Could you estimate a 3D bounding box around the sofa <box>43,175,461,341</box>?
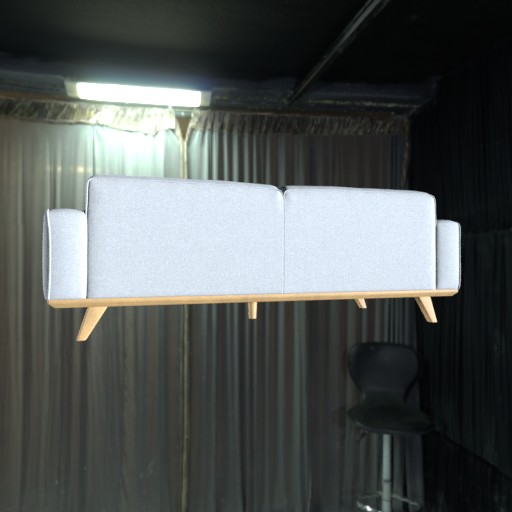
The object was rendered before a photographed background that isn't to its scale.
[{"bbox_3d":[0.000,0.000,2.702,2.270,0.781,0.956,0,0,-17],"label":"sofa"}]
